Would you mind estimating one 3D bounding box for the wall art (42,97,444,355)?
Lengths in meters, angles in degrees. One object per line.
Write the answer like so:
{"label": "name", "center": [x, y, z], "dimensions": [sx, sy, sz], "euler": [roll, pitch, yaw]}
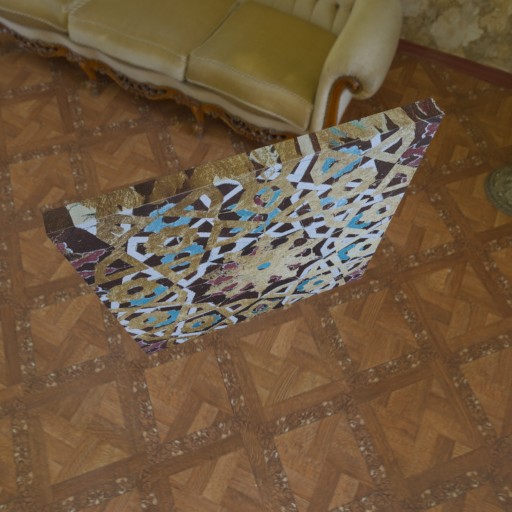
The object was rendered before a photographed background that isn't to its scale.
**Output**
{"label": "wall art", "center": [0.000, 0.000, 0.917], "dimensions": [0.609, 0.613, 0.041], "euler": [-19, 64, -9]}
